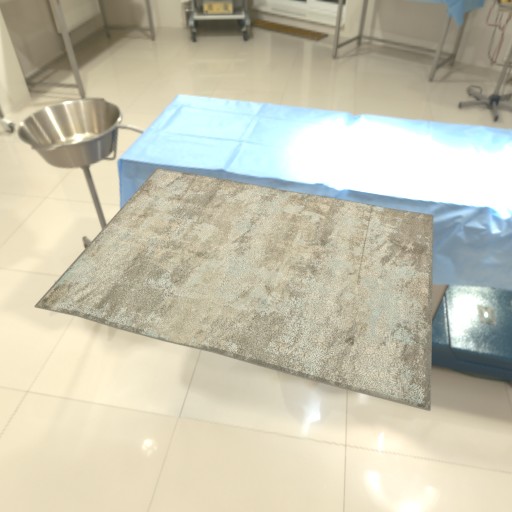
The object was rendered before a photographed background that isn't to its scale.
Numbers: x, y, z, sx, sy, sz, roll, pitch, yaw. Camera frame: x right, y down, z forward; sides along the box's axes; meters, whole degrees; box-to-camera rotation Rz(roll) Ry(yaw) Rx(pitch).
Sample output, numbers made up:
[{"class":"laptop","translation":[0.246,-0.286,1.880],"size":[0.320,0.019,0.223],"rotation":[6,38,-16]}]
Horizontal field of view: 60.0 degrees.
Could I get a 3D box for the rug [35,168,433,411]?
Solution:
[{"class":"rug","translation":[0.000,0.000,4.332],"size":[3.307,0.013,2.393],"rotation":[12,44,12]}]
